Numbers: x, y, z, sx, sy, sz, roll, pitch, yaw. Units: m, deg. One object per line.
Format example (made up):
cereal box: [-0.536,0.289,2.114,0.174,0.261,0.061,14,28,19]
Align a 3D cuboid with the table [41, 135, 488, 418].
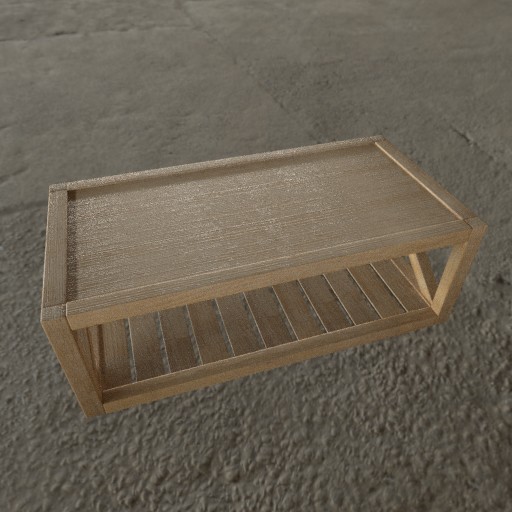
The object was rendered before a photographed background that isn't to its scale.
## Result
table: [0.000,0.000,1.613,1.321,0.457,0.660,-12,42,-13]
